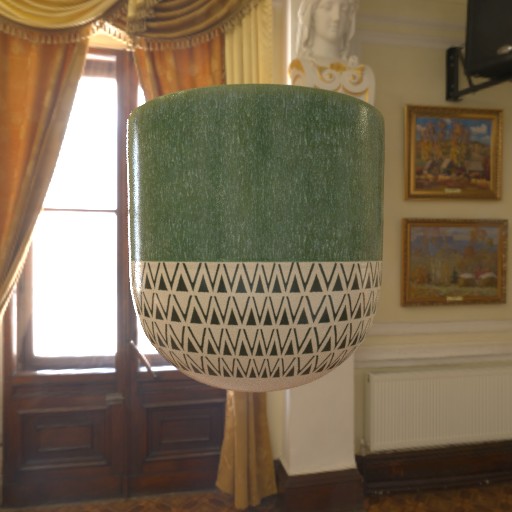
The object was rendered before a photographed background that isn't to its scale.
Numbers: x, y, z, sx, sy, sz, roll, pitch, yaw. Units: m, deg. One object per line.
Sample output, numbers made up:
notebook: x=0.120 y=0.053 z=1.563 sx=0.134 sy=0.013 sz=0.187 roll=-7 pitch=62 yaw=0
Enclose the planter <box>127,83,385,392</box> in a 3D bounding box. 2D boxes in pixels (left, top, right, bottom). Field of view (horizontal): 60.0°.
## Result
planter: x=0.000 y=0.000 z=0.477 sx=0.266 sy=0.270 sz=0.266 roll=0 pitch=0 yaw=0
